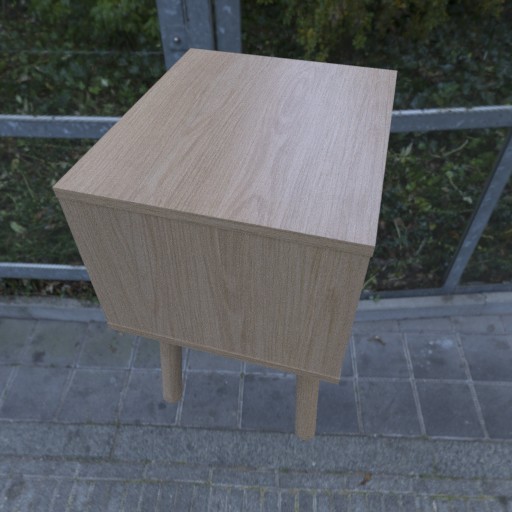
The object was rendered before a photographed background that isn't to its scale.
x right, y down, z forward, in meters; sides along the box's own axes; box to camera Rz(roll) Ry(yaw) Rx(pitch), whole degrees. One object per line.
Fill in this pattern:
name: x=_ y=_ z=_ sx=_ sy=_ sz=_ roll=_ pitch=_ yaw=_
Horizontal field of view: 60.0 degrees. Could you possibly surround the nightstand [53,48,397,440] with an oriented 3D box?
nightstand: x=0.000 y=0.000 z=0.849 sx=0.380 sy=0.571 sz=0.450 roll=11 pitch=46 yaw=11
